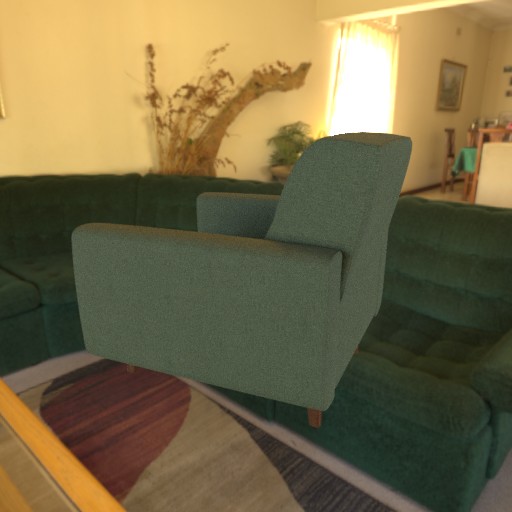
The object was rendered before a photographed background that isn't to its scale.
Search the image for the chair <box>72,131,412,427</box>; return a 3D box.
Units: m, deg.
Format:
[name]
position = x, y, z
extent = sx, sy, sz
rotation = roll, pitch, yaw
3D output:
[chair]
position = 0.000, 0.000, 1.546
extent = 0.909, 0.841, 0.831
rotation = 8, 19, 24
